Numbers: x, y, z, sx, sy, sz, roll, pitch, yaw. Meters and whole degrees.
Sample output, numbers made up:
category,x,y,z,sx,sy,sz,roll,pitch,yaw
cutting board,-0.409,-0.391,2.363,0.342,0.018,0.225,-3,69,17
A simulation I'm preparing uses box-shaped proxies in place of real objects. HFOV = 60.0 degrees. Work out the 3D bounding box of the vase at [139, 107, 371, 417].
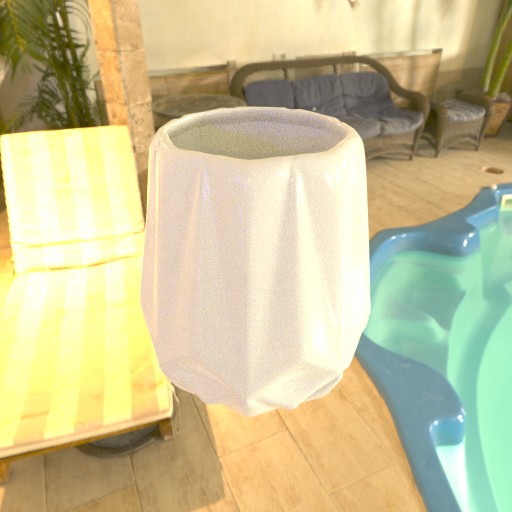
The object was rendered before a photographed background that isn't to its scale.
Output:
category,x,y,z,sx,sy,sz,roll,pitch,yaw
vase,0.000,0.000,0.263,0.141,0.152,0.141,0,31,0
